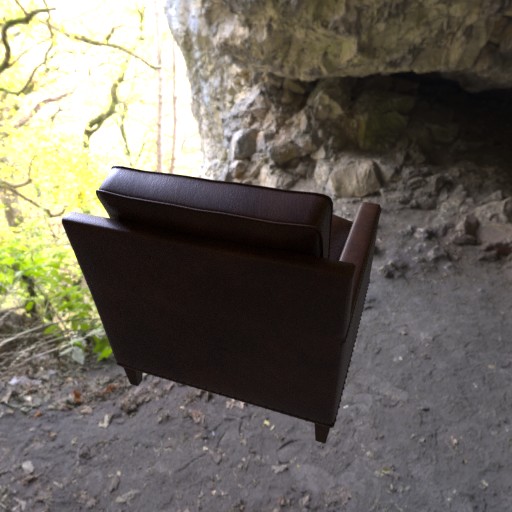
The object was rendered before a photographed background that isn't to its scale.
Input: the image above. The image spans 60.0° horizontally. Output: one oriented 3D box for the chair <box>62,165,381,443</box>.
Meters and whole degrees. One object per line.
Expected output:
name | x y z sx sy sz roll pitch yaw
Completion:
chair | 0.000 0.000 1.736 0.853 0.929 1.014 11 34 17
